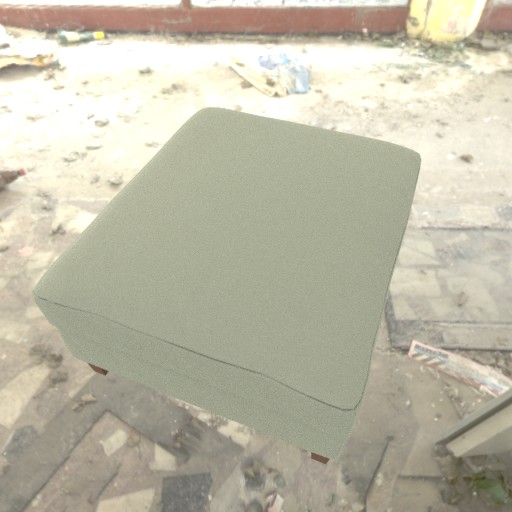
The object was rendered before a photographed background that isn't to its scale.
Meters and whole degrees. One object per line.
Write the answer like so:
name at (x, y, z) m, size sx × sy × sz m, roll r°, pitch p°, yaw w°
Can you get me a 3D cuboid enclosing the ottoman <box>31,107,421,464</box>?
ottoman at (0.000, 0.000, 1.426) m, size 0.842 × 0.494 × 0.991 m, roll 16°, pitch 50°, yaw 14°
